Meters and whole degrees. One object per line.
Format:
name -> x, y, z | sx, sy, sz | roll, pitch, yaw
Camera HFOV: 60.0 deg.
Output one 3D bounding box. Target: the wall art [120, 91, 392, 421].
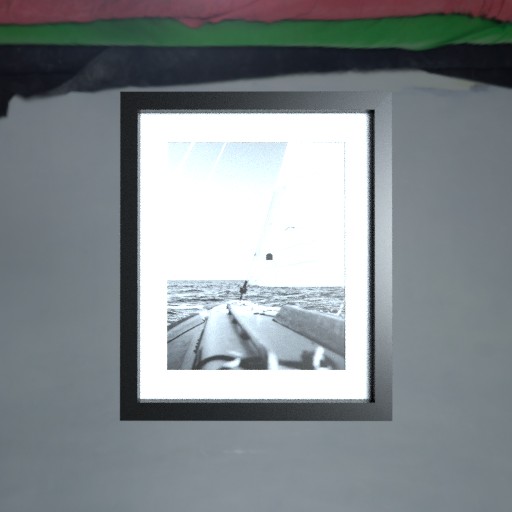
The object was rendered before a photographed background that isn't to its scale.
wall art -> 0.000, 0.000, 0.766 | 0.461, 0.558, 0.031 | 0, 0, 0
